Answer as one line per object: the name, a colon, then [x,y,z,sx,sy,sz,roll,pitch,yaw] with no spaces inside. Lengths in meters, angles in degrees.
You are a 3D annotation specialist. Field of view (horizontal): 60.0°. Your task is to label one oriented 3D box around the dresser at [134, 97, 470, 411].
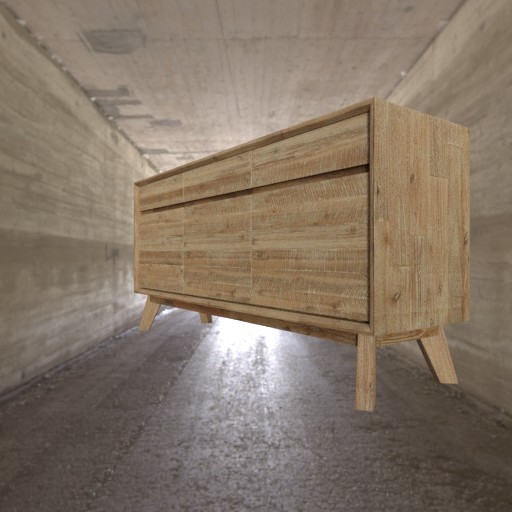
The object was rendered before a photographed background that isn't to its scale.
dresser: [0.000,0.000,1.874,0.455,0.788,1.602,0,0,-36]
